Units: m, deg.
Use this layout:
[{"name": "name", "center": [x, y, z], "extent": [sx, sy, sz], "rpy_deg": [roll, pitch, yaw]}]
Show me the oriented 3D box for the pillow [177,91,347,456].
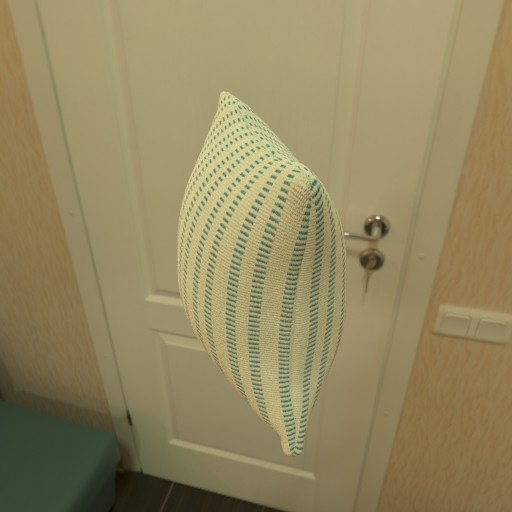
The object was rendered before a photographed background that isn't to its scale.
[{"name": "pillow", "center": [0.000, 0.000, 0.697], "extent": [0.247, 0.419, 0.438], "rpy_deg": [-7, 32, -12]}]
